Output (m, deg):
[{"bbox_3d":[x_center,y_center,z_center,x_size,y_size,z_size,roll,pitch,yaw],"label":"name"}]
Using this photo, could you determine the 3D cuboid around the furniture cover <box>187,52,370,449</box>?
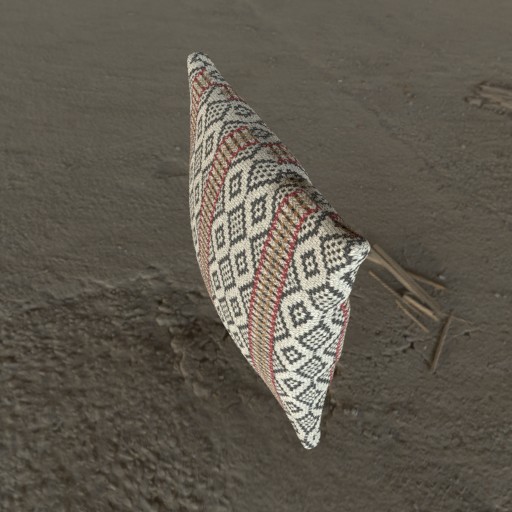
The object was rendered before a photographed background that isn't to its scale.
[{"bbox_3d":[0.000,0.000,0.759,0.182,0.506,0.503,-18,49,-16],"label":"furniture cover"}]
